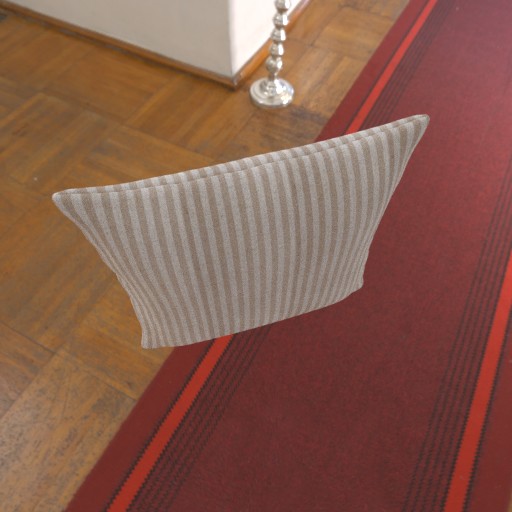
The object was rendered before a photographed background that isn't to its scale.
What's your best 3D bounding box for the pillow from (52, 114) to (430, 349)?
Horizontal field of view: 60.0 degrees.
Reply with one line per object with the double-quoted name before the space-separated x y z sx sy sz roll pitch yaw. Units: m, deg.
"pillow" 0.000 0.000 0.794 0.523 0.510 0.166 -14 58 -9
